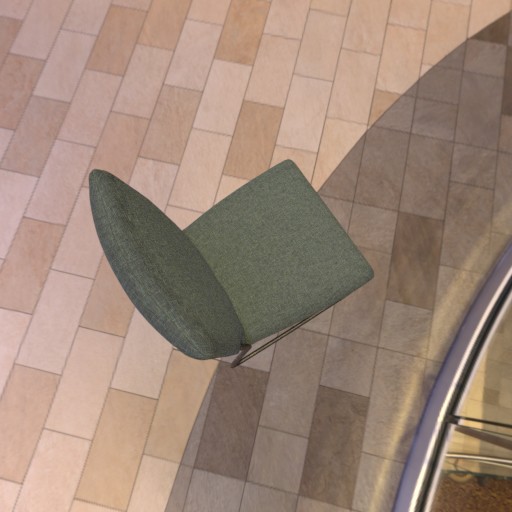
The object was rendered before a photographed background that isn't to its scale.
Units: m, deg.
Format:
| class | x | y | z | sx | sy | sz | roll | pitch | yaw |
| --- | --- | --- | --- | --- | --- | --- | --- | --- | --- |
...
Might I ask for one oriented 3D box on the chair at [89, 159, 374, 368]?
| class | x | y | z | sx | sy | sz | roll | pitch | yaw |
| --- | --- | --- | --- | --- | --- | --- | --- | --- | --- |
| chair | 0.000 | 0.000 | 1.310 | 0.635 | 0.931 | 0.480 | -32 | 76 | -9 |
